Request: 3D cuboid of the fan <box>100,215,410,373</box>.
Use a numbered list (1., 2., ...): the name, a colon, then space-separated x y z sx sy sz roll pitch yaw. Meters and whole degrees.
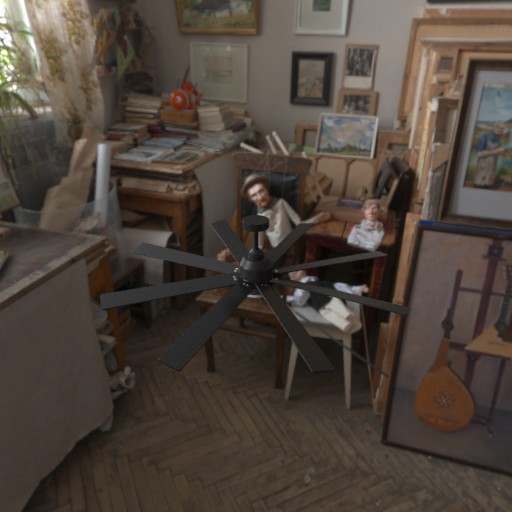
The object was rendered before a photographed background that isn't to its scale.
1. fan: 0.000 0.000 2.675 1.830 0.472 1.830 -9 28 -17
